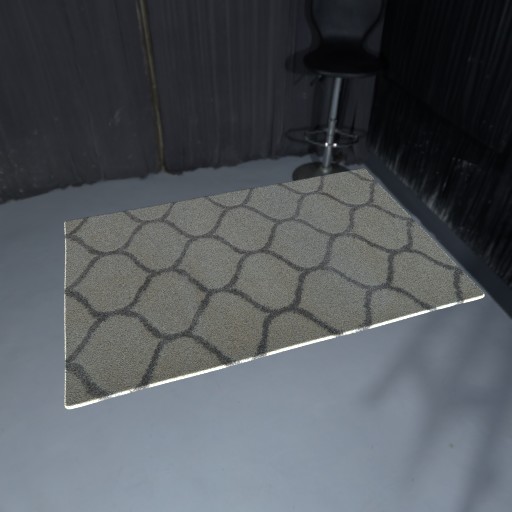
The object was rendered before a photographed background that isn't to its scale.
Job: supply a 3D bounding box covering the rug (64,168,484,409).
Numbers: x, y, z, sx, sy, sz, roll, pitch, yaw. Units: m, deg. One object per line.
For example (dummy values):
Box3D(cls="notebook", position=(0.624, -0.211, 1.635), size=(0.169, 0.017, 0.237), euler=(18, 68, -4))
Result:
Box3D(cls="rug", position=(0.000, 0.000, 2.857), size=(2.348, 0.024, 1.501), euler=(-12, 43, -13))
